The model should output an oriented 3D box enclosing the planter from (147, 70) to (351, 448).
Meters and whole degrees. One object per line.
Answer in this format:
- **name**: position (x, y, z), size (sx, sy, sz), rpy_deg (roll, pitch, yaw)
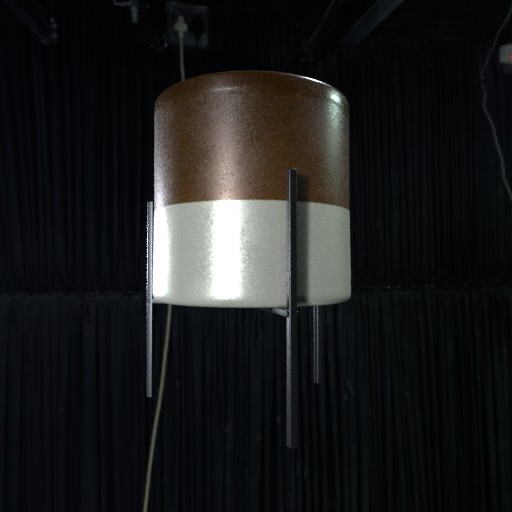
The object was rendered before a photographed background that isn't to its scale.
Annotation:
- **planter**: position (0.000, 0.000, 0.559), size (0.255, 0.375, 0.269), rpy_deg (0, -1, -18)
